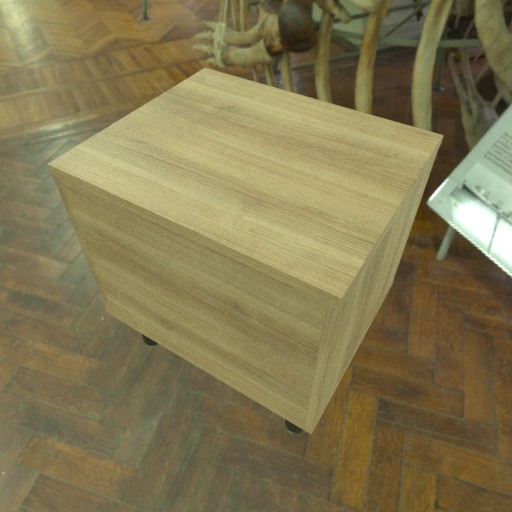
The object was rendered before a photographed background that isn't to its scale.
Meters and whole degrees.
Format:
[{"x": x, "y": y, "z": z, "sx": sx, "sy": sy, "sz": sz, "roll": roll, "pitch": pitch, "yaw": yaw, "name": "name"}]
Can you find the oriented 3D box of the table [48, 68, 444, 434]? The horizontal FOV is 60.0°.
[{"x": 0.000, "y": 0.000, "z": 0.810, "sx": 0.445, "sy": 0.460, "sz": 0.380, "roll": 24, "pitch": 51, "yaw": 21, "name": "table"}]
